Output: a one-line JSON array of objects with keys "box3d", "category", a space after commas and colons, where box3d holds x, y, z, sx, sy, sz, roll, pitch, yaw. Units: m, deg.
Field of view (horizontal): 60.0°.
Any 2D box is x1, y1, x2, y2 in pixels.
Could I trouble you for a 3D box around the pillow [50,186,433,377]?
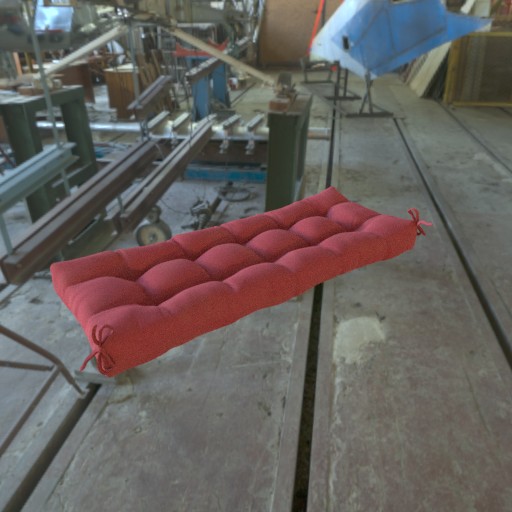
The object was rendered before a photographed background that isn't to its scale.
[{"box3d": [0.000, 0.000, 1.388, 1.194, 0.174, 0.511, -19, 34, -31], "category": "pillow"}]
